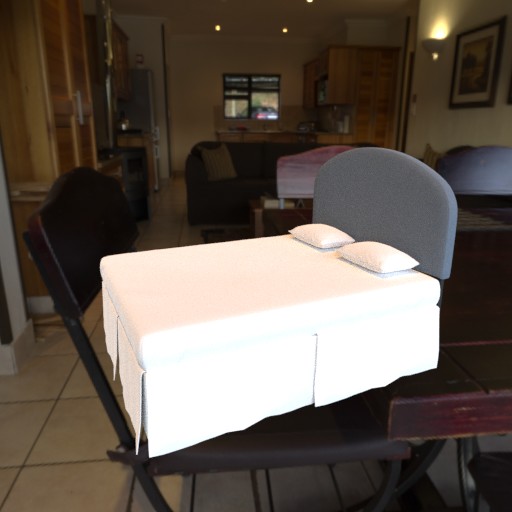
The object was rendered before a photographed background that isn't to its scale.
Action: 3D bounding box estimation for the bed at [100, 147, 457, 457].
[{"bbox_3d":[0.000,0.000,3.034,2.005,1.410,1.607,-8,18,-24],"label":"bed"}]
